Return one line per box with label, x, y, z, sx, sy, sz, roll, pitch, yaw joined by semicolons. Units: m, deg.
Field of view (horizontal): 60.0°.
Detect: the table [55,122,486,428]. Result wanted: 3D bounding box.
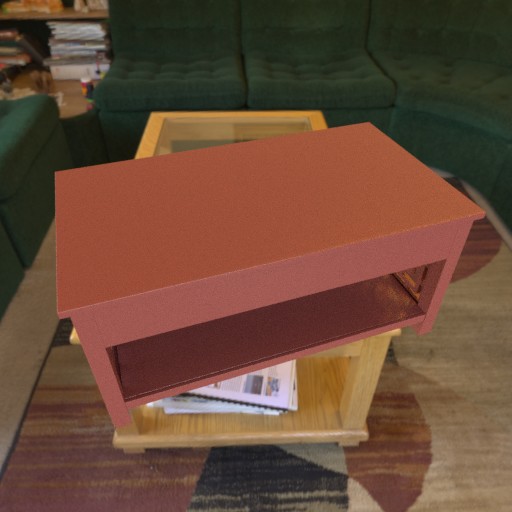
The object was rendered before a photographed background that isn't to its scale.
table;0.000;0.000;1.409;1.068;0.493;0.612;-13;42;-15
